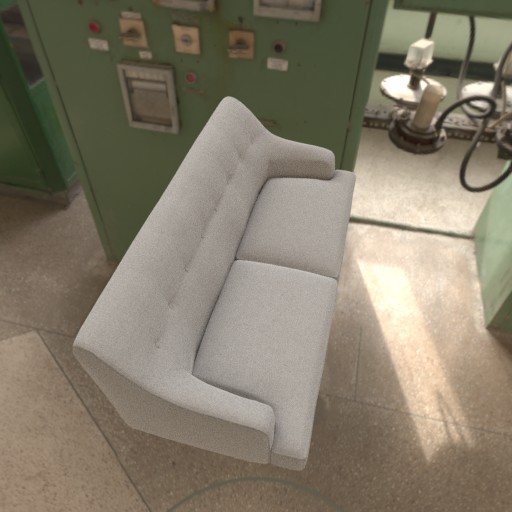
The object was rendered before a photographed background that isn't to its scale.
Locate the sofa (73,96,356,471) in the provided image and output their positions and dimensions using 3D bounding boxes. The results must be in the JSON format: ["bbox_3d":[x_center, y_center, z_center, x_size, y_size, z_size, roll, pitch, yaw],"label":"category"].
[{"bbox_3d":[0.000,0.000,2.549,0.978,0.871,2.057,11,49,10],"label":"sofa"}]
